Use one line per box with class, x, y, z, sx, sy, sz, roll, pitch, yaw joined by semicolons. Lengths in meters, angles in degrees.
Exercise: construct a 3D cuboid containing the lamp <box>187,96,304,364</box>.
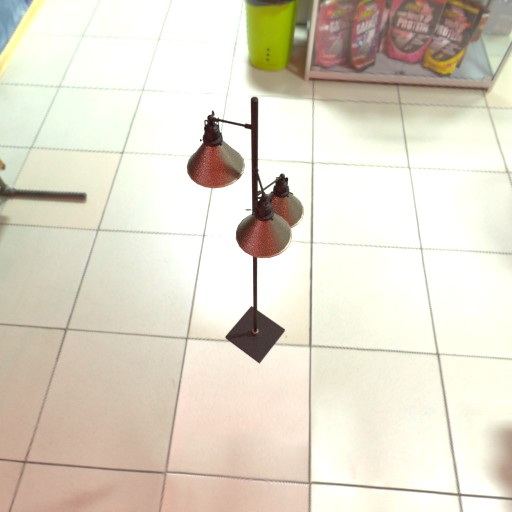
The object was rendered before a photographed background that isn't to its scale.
lamp;0.000;0.000;1.952;0.428;1.716;0.415;33;64;18
